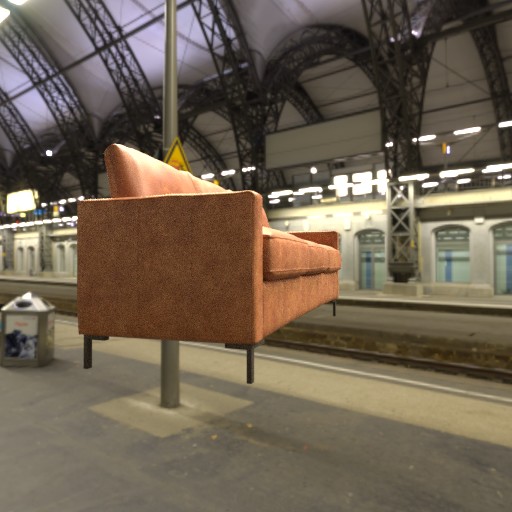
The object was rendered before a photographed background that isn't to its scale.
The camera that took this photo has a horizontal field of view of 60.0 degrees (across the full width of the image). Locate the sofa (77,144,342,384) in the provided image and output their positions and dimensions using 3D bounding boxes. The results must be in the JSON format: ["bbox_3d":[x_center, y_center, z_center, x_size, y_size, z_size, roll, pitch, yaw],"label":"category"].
[{"bbox_3d":[0.000,0.000,2.457,0.748,0.863,2.029,0,-1,18],"label":"sofa"}]
